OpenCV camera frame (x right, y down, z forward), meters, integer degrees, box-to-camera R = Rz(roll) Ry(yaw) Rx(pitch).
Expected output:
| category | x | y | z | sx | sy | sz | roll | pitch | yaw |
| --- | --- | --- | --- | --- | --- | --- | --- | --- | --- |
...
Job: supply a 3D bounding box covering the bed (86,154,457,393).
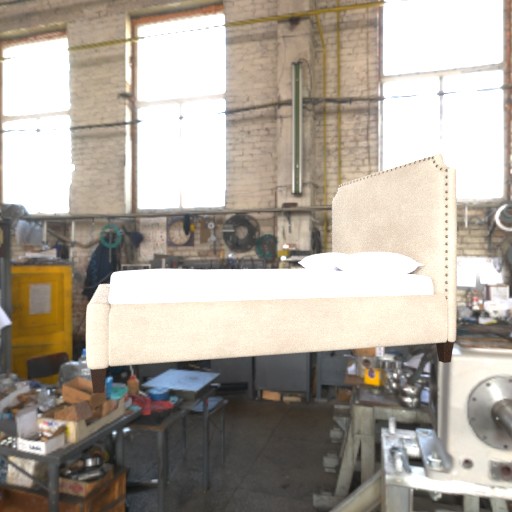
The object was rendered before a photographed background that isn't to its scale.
| category | x | y | z | sx | sy | sz | roll | pitch | yaw |
| --- | --- | --- | --- | --- | --- | --- | --- | --- | --- |
| bed | 0.000 | 0.000 | 3.441 | 2.372 | 1.443 | 1.712 | 0 | 0 | -18 |
